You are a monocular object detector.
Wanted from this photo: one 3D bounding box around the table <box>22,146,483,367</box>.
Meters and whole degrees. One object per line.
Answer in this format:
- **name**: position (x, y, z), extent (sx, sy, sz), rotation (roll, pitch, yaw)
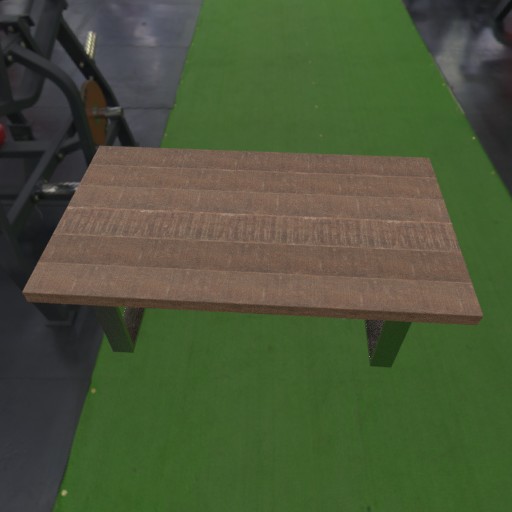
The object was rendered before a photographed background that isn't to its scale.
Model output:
- **table**: position (0.000, 0.000, 1.772), extent (1.400, 0.440, 0.800), rotation (3, 48, 2)
